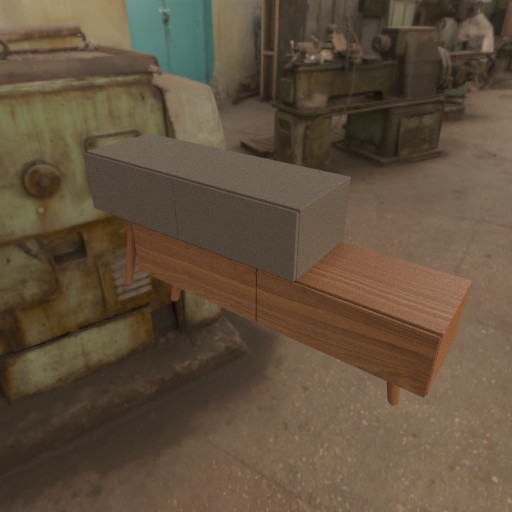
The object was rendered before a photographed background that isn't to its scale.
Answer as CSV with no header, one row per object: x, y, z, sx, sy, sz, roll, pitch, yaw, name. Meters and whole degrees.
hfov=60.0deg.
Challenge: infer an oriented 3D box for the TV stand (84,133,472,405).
0.000,0.000,1.558,1.336,0.591,0.329,20,35,30,TV stand
